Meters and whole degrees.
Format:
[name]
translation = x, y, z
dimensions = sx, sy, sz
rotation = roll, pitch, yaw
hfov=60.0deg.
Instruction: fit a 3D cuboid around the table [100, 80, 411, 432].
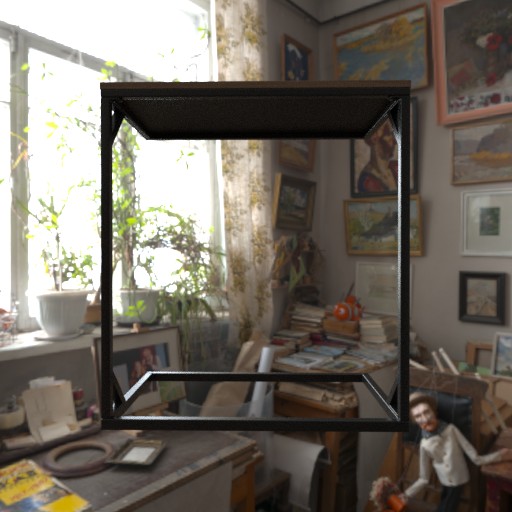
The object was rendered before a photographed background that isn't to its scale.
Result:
[table]
translation = 0.000, 0.000, 1.026
dimensions = 0.597, 0.673, 0.351
rotation = 0, 0, 1
